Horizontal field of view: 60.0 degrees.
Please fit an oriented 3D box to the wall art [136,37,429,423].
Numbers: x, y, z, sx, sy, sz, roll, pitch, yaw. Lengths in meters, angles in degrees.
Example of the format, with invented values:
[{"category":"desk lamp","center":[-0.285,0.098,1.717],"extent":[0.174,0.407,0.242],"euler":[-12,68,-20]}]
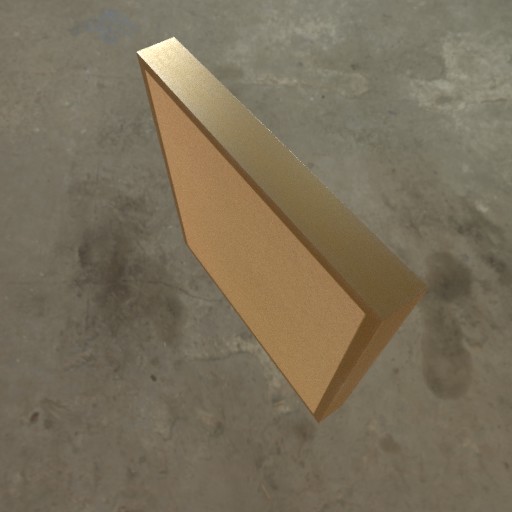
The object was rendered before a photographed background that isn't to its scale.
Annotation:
[{"category":"wall art","center":[0.000,0.000,0.455],"extent":[0.038,0.305,0.306],"euler":[-31,64,-17]}]
